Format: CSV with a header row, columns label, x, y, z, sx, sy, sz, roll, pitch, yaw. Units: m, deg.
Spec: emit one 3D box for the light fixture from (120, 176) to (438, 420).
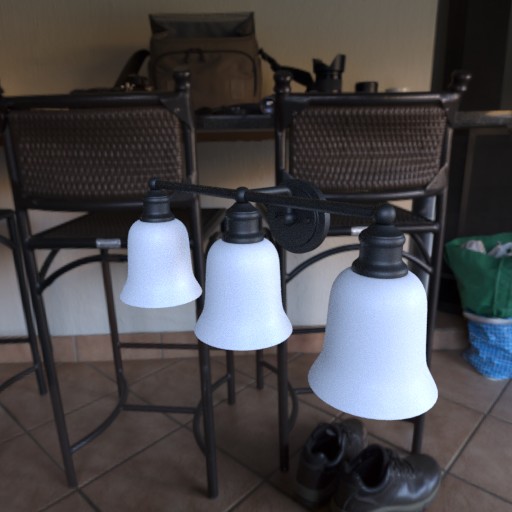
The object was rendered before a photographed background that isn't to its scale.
label,x,y,z,sx,sy,sz,roll,pitch,yaw
light fixture,0.000,0.000,0.649,0.570,0.211,0.198,15,21,42
